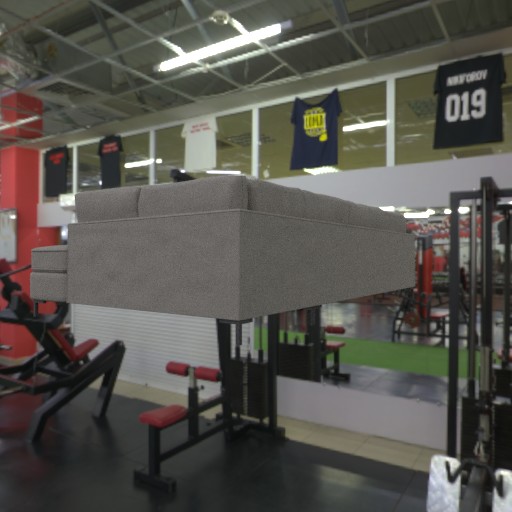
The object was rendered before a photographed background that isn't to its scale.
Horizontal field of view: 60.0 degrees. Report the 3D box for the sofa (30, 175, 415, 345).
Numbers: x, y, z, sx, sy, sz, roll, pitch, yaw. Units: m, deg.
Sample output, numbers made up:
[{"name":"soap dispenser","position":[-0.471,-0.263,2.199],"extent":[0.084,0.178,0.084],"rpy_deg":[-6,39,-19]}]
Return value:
[{"name":"sofa","position":[0.000,0.000,4.266],"extent":[2.077,0.964,3.331],"rpy_deg":[0,0,35]}]
